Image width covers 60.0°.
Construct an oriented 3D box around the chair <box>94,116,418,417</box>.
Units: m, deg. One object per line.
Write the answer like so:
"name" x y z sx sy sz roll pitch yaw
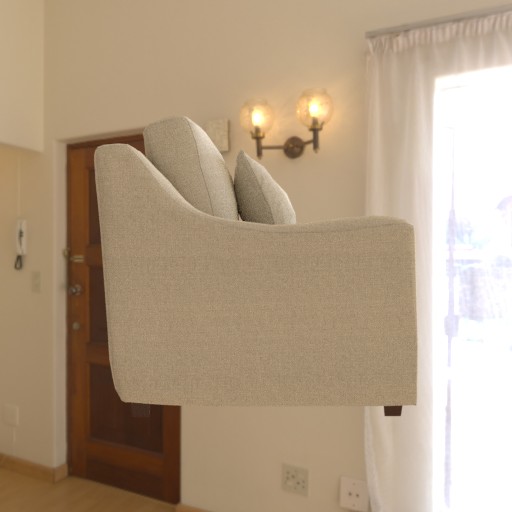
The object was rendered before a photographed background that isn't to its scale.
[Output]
"chair" 0.000 0.000 1.920 1.009 1.016 1.178 0 0 0
